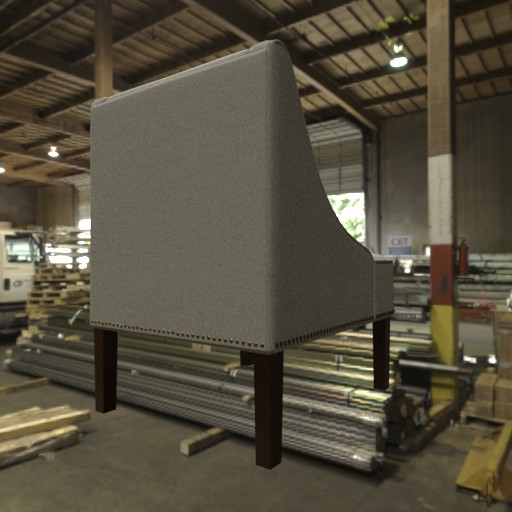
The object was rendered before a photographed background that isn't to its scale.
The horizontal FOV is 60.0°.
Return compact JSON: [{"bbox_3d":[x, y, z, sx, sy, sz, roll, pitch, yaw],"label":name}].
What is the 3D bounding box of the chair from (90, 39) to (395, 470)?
[{"bbox_3d":[0.000,0.000,1.349,0.628,0.872,0.748,0,0,36],"label":"chair"}]
